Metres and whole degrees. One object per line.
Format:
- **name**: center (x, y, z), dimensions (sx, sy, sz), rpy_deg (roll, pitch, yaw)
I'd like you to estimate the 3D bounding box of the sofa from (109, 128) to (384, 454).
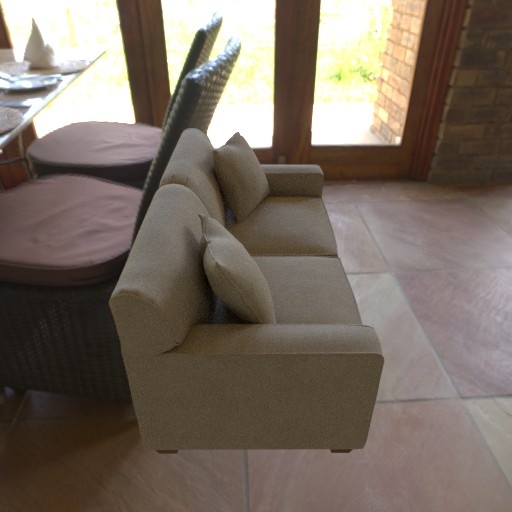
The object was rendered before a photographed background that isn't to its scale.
- **sofa**: center (0.000, 0.000, 2.441), dimensions (0.998, 0.958, 1.846), rpy_deg (0, 33, 0)
